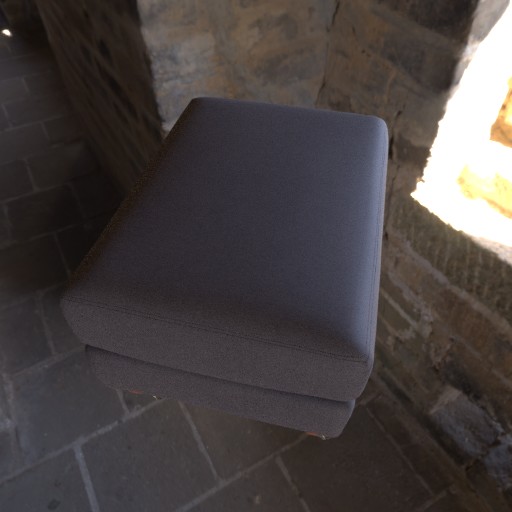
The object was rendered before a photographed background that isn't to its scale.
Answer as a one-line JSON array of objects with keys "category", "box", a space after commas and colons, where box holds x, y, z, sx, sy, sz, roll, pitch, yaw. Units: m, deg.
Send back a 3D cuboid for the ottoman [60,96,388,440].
[{"category": "ottoman", "box": [0.000, 0.000, 1.122, 0.574, 0.497, 0.773, 10, 48, 9]}]
